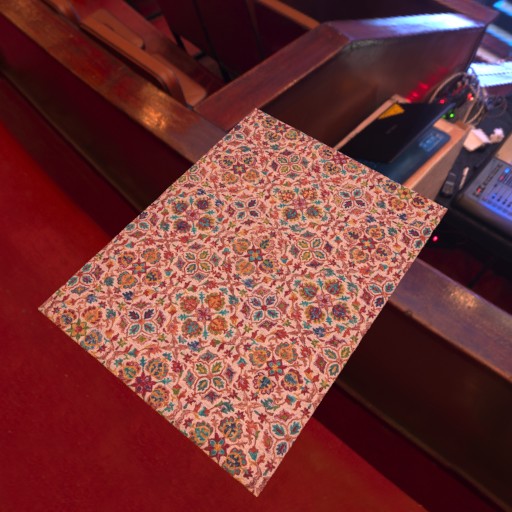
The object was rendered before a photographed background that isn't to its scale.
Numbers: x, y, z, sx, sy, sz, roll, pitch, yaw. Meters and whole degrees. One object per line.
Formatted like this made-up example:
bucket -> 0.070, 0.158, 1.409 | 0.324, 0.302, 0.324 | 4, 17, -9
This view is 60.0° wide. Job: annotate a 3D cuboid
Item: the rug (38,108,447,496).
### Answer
rug -> 0.000, 0.000, 4.215 | 2.446, 0.020, 3.215 | 33, 65, 18
